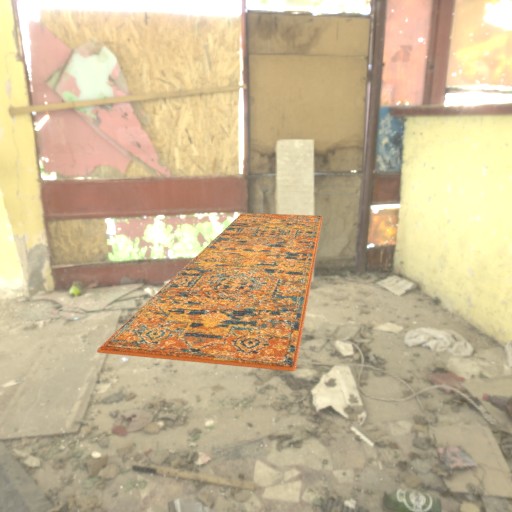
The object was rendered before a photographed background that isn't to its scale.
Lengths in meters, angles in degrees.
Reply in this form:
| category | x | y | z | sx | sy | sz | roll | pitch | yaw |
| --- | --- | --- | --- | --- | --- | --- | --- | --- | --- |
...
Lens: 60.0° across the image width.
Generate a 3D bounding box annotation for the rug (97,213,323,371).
| category | x | y | z | sx | sy | sz | roll | pitch | yaw |
| --- | --- | --- | --- | --- | --- | --- | --- | --- | --- |
| rug | 0.000 | 0.000 | 2.458 | 0.651 | 0.016 | 2.274 | 3 | 17 | 10 |
